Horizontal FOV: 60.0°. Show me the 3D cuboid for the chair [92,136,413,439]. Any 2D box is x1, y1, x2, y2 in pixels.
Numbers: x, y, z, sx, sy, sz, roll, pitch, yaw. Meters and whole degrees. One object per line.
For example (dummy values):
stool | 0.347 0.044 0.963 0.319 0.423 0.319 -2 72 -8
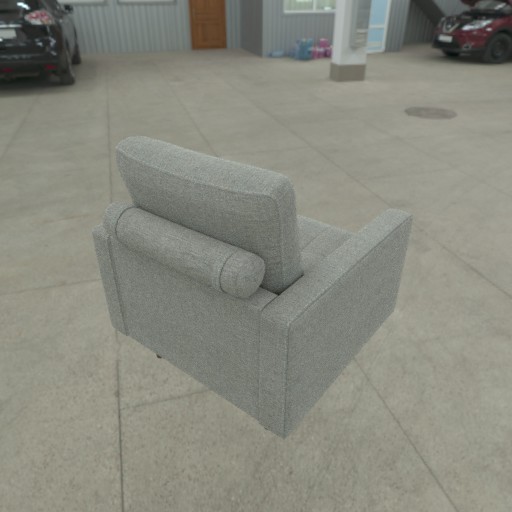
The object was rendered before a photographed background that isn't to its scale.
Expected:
chair | 0.000 0.000 1.588 0.821 0.880 0.843 22 38 32
